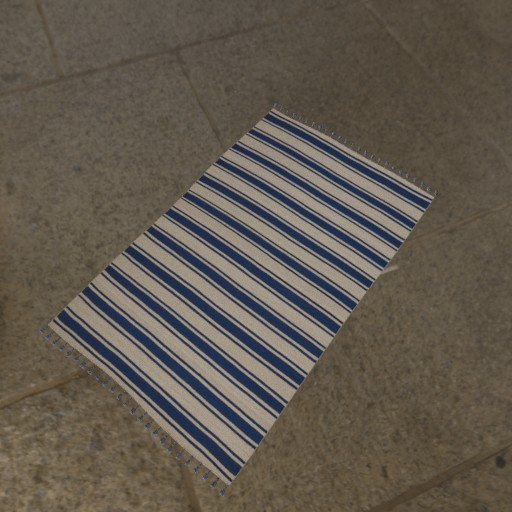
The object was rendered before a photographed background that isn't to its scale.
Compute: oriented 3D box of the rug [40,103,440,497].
[{"bbox_3d":[0.000,0.000,2.519,1.248,0.009,2.108,34,67,17],"label":"rug"}]
